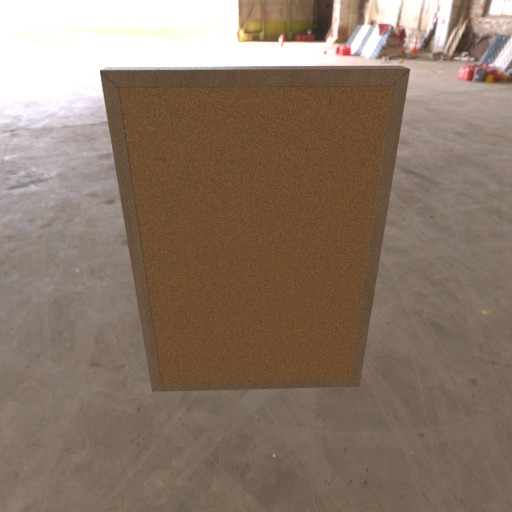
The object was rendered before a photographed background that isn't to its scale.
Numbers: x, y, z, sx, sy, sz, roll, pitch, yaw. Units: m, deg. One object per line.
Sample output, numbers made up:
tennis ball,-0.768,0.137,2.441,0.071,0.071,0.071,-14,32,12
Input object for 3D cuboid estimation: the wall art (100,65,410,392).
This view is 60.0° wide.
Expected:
wall art,0.000,0.000,0.646,0.356,0.509,0.031,-1,30,-2
